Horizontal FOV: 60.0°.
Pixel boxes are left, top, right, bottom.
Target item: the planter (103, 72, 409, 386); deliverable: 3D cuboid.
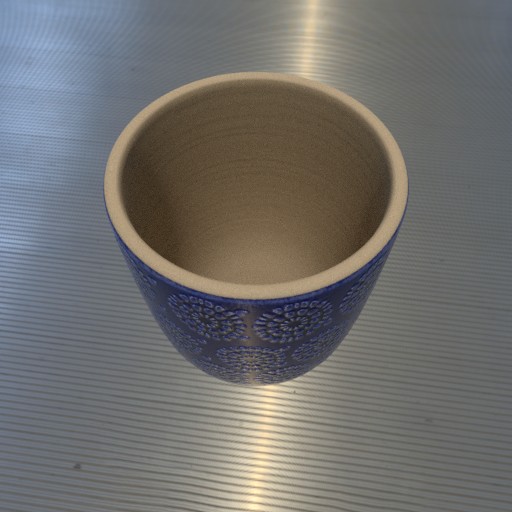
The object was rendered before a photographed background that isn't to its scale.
[{"bbox_3d":[0.000,0.000,0.352,0.184,0.206,0.184,0,58,0],"label":"planter"}]
